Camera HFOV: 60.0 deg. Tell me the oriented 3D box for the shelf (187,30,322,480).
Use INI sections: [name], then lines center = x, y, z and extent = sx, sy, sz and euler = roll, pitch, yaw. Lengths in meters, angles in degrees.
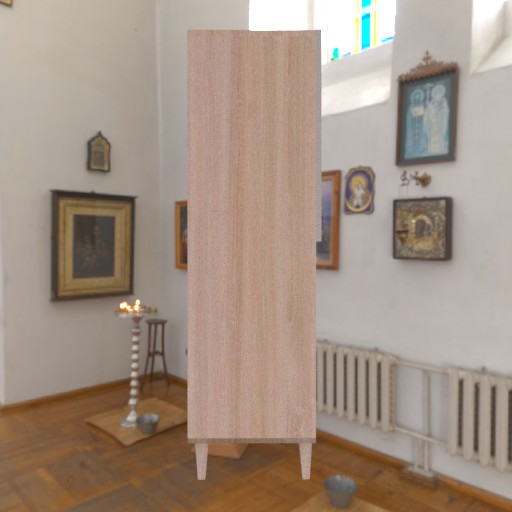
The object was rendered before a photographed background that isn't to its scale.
[shelf]
center = 0.000, 0.000, 1.870
extent = 0.434, 1.405, 0.995
euler = 0, 0, 0
